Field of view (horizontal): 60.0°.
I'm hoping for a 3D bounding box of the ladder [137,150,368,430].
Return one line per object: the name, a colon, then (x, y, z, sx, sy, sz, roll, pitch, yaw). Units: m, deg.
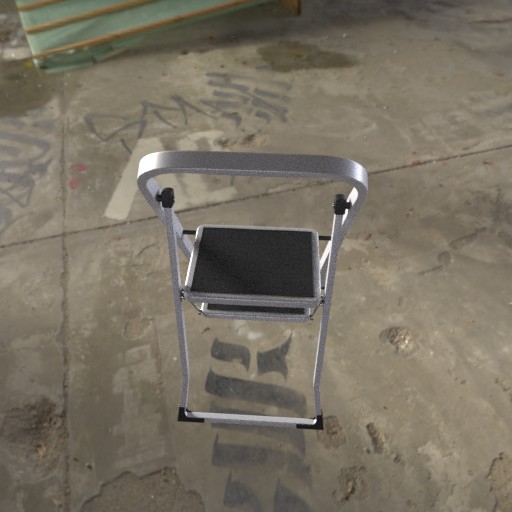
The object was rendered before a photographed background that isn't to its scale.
ladder: (0.000, 0.000, 1.120, 0.460, 0.810, 0.544, 3, 47, 2)
